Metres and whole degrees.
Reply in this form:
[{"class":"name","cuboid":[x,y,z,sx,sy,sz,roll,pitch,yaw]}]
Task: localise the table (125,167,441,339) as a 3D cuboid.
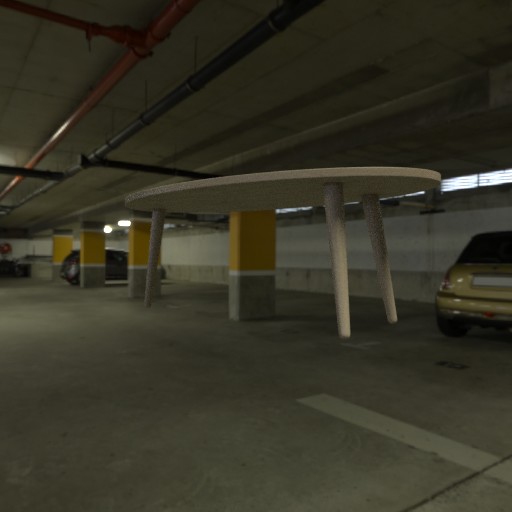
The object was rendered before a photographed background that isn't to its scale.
[{"class":"table","cuboid":[0.000,0.000,1.373,1.083,0.390,0.542,0,0,37]}]
